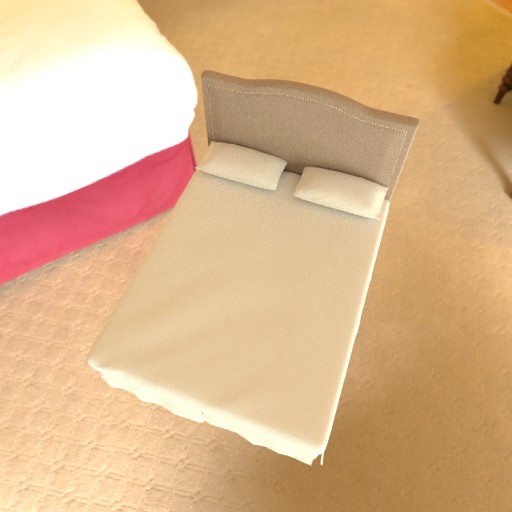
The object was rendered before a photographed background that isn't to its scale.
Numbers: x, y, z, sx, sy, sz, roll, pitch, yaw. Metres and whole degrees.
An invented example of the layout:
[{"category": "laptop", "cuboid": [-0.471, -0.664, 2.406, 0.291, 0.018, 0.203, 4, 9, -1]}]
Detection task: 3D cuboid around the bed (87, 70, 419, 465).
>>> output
[{"category": "bed", "cuboid": [0.000, 0.000, 3.320, 1.821, 1.436, 2.282, 17, 59, 11]}]
